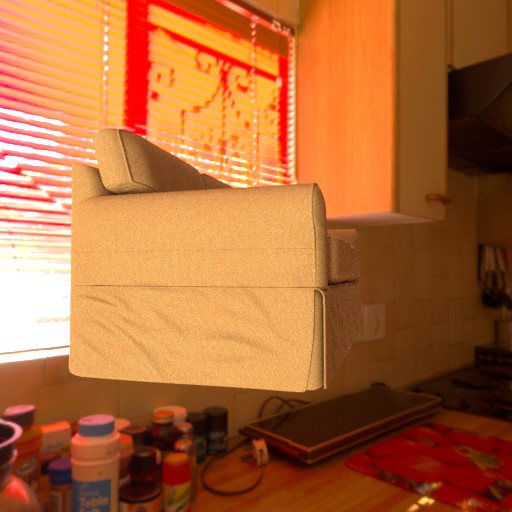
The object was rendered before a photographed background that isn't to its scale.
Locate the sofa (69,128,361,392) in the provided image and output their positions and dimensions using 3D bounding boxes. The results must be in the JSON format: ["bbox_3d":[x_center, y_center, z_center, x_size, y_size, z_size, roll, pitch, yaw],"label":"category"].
[{"bbox_3d":[0.000,0.000,2.315,0.991,0.940,1.727,-1,-3,17],"label":"sofa"}]
